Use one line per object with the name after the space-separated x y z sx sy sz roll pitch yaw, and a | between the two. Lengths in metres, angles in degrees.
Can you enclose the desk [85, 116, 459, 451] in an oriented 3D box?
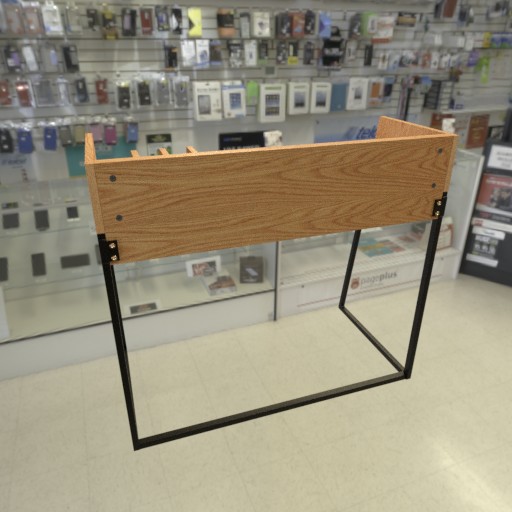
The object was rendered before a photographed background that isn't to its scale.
0.000 0.000 1.868 1.191 1.061 0.769 -9 27 -17 | desk
